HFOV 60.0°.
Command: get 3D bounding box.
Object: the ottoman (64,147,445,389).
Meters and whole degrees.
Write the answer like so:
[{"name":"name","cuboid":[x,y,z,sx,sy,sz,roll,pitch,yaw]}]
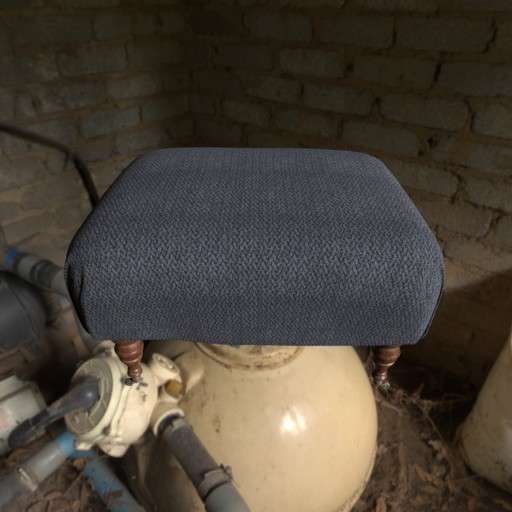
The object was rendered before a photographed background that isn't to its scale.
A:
[{"name":"ottoman","cuboid":[0.000,0.000,1.127,0.747,0.450,0.622,0,31,1]}]
